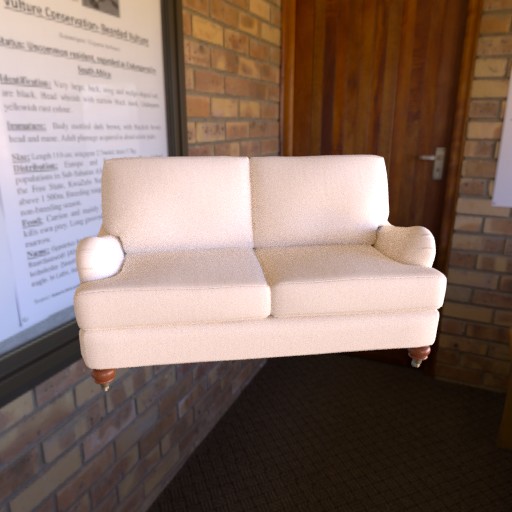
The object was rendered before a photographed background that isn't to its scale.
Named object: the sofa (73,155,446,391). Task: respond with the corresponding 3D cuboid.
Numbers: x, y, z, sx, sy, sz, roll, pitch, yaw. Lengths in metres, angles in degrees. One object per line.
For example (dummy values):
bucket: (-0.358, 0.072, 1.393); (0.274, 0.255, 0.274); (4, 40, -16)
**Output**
sofa: (0.000, 0.000, 2.575); (1.853, 1.101, 1.084); (-2, 17, -8)
